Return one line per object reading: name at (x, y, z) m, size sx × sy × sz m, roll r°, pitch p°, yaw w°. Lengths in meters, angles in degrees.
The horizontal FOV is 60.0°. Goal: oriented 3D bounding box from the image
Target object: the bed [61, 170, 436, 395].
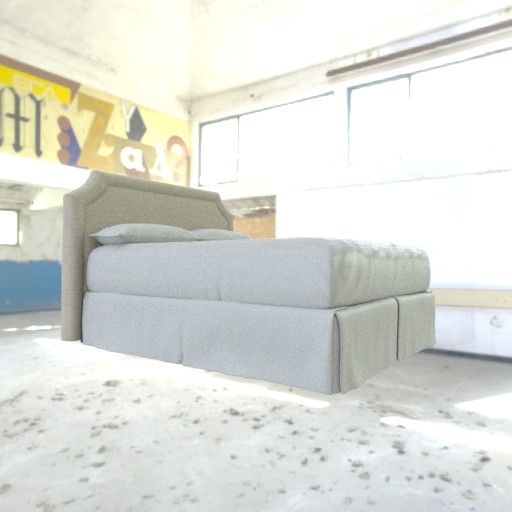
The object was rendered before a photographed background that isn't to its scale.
bed at (0.000, 0.000, 3.267) m, size 2.164 × 1.297 × 1.828 m, roll 0°, pitch -1°, yaw 37°
